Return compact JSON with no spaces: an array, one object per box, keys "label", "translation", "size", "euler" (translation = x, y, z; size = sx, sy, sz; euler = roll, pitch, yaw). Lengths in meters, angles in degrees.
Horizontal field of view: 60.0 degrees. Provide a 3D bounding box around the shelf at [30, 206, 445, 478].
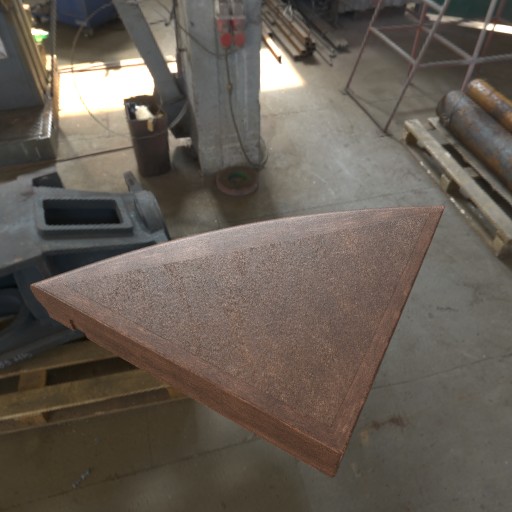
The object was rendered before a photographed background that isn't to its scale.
[{"label":"shelf","translation":[0.000,0.000,0.463],"size":[0.310,0.050,0.310],"euler":[22,50,20]}]
